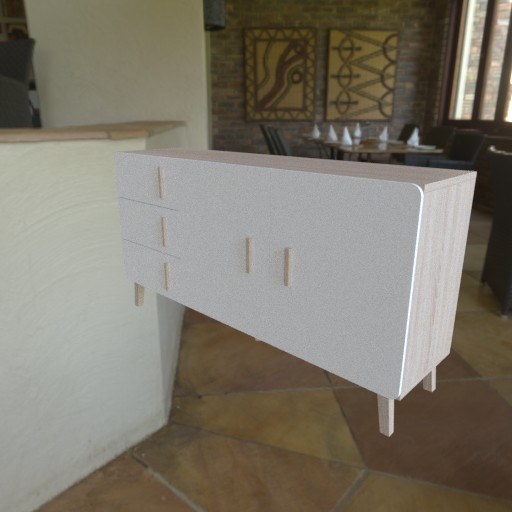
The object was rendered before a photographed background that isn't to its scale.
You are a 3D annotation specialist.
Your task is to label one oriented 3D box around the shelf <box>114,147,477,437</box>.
[{"bbox_3d":[0.000,0.000,1.829,1.490,0.780,0.400,16,24,41],"label":"shelf"}]
